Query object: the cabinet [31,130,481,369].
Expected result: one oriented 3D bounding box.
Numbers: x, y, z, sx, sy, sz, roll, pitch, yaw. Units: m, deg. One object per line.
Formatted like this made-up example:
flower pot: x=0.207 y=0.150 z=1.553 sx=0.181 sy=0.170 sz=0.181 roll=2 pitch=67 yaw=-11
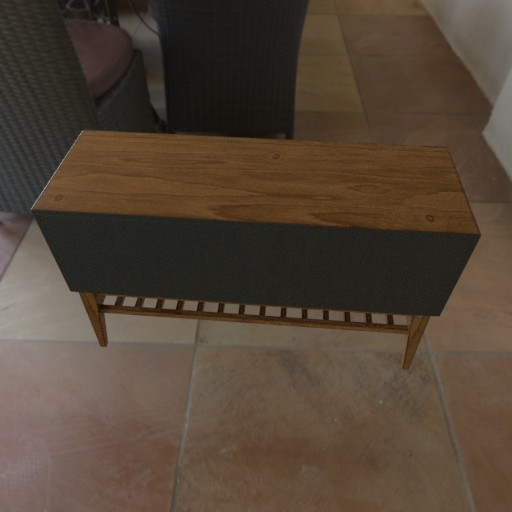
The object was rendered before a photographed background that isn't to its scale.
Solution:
cabinet: x=0.000 y=0.000 z=1.790 sx=1.363 sy=0.802 sz=0.477 roll=4 pitch=47 yaw=3
